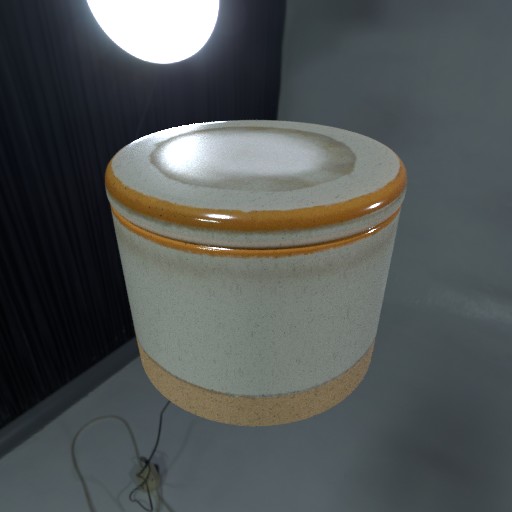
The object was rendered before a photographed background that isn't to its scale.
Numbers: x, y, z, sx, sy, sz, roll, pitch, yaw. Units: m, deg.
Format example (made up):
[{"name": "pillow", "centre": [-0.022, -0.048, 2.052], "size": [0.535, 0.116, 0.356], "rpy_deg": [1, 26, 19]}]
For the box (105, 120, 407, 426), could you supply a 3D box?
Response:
[{"name": "box", "centre": [0.000, 0.000, 0.210], "size": [0.123, 0.100, 0.123], "rpy_deg": [0, 30, 0]}]
